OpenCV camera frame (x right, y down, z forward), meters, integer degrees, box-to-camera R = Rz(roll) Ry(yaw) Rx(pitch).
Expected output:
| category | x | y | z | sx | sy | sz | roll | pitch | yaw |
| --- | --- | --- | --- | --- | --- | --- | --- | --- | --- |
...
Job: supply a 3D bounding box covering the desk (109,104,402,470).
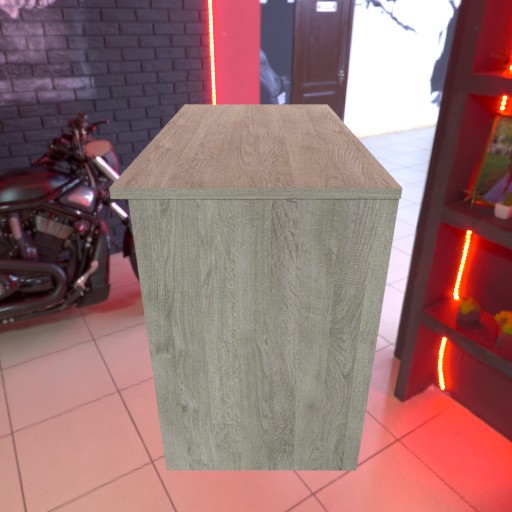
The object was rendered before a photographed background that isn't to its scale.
| category | x | y | z | sx | sy | sz | roll | pitch | yaw |
| --- | --- | --- | --- | --- | --- | --- | --- | --- | --- |
| desk | 0.000 | 0.000 | 1.314 | 0.498 | 0.724 | 0.893 | 0 | 27 | 0 |
